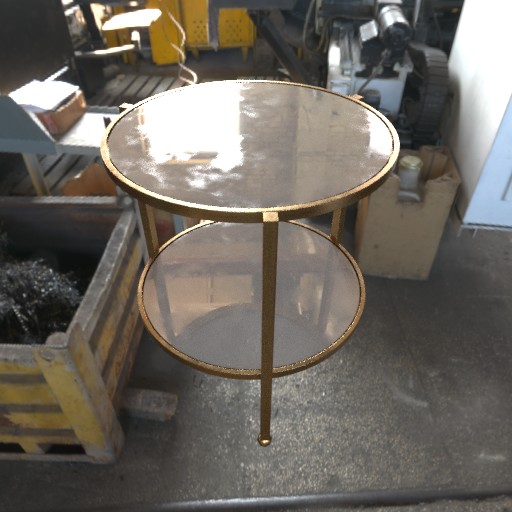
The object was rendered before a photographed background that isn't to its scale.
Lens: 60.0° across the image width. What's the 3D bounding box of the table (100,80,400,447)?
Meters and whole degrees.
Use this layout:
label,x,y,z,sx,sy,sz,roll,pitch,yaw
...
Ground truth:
label,x,y,z,sx,sy,sz,roll,pitch,yaw
table,0.000,0.000,0.443,0.243,0.269,0.231,-25,46,-27
